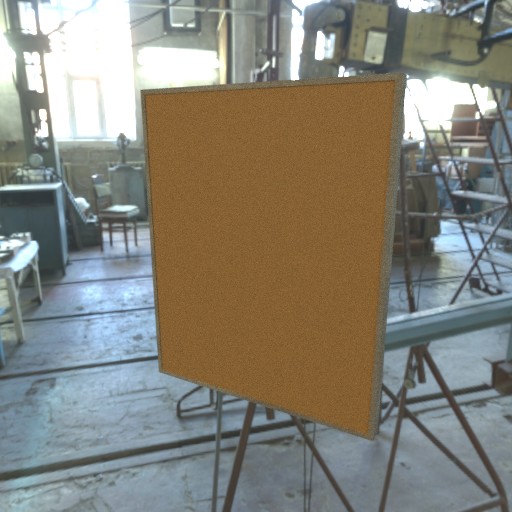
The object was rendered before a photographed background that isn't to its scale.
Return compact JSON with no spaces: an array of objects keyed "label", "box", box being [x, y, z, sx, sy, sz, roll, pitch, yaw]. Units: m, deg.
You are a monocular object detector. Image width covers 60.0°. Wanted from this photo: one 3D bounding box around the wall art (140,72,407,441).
[{"label":"wall art","box":[0.000,0.000,0.714,0.421,0.521,0.032,8,17,28]}]
